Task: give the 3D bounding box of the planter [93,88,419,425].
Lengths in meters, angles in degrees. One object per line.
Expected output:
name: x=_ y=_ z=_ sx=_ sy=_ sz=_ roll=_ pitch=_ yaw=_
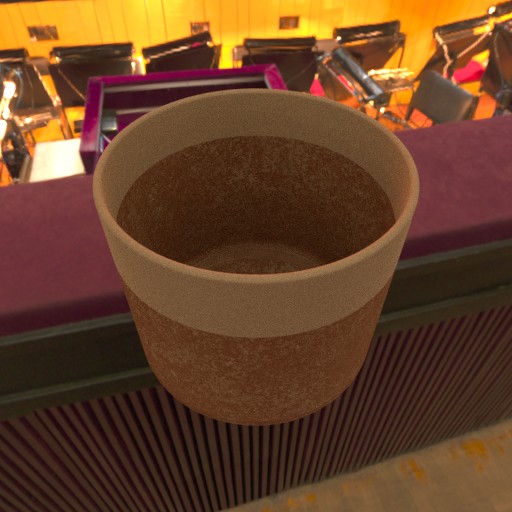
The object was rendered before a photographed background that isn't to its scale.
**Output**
planter: x=0.000 y=0.000 z=0.270 sx=0.159 sy=0.138 sz=0.159 roll=0 pitch=46 yaw=0
